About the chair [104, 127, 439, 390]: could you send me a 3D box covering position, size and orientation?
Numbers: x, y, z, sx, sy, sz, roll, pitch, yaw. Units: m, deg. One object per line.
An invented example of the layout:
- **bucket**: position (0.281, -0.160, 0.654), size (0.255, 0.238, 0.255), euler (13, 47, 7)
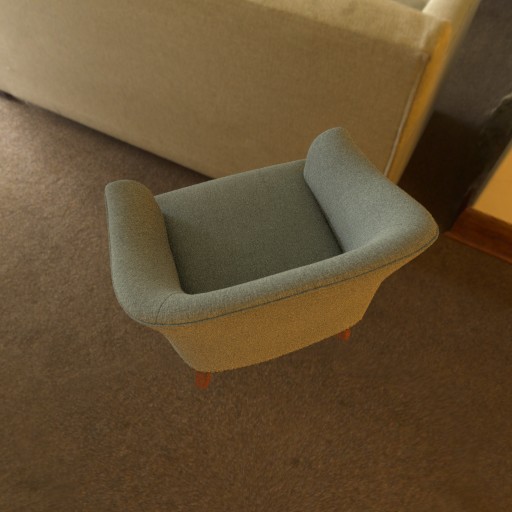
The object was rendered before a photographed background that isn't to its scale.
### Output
- **chair**: position (0.000, 0.000, 1.404), size (0.798, 0.815, 0.704), euler (-16, 60, -10)
